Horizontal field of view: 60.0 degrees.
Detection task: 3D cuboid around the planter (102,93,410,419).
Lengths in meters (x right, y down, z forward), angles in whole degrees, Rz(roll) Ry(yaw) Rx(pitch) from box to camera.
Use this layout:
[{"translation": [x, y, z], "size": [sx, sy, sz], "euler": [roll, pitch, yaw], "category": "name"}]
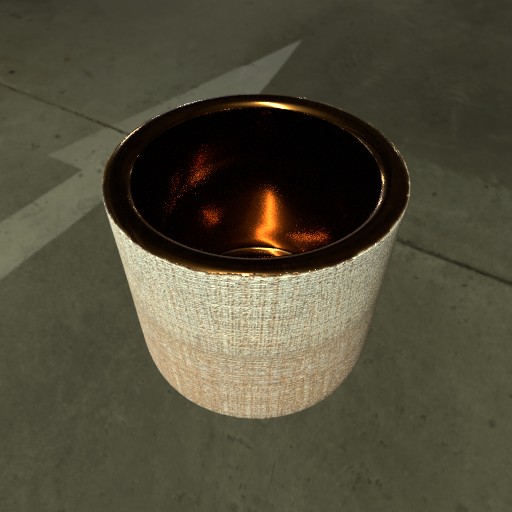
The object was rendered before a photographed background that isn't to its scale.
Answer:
[{"translation": [0.000, 0.000, 0.312], "size": [0.177, 0.157, 0.177], "euler": [0, 46, 0], "category": "planter"}]
